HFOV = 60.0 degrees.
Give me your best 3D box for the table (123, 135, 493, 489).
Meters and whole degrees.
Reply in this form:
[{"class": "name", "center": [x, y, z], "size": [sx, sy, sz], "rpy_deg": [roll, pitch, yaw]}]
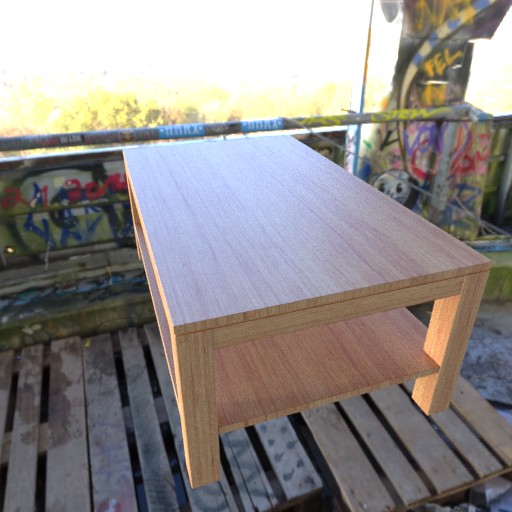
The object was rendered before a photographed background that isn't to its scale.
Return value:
[{"class": "table", "center": [0.000, 0.000, 1.446], "size": [0.695, 0.457, 1.146], "rpy_deg": [-10, 31, -16]}]
